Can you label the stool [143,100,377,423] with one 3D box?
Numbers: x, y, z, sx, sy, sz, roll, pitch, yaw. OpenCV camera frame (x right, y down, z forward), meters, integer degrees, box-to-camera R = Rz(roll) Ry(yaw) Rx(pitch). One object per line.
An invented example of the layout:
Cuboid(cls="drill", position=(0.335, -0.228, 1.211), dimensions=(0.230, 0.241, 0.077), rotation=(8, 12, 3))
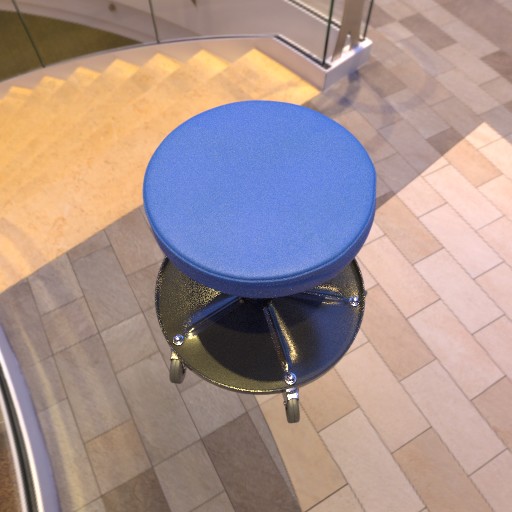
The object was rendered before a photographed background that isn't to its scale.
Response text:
Cuboid(cls="stool", position=(0.000, 0.000, 0.666), dimensions=(0.382, 0.365, 0.381), rotation=(12, 60, 7))
